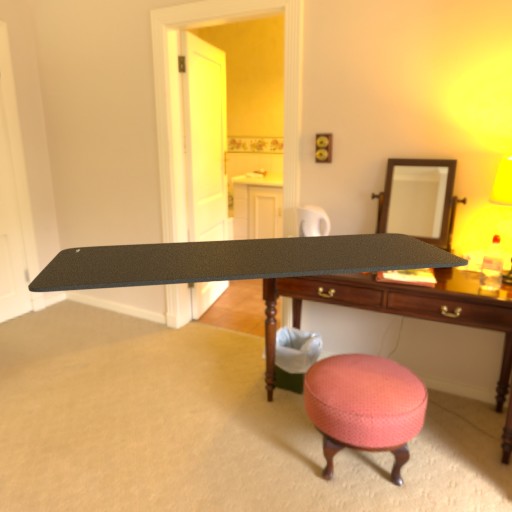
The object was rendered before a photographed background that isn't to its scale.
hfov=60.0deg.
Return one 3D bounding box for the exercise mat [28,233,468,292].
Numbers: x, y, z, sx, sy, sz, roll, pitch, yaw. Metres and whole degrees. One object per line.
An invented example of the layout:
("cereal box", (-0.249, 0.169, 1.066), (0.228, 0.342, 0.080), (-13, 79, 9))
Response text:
("exercise mat", (0.000, 0.000, 2.103), (1.869, 0.021, 0.616), (-3, 16, -11))
